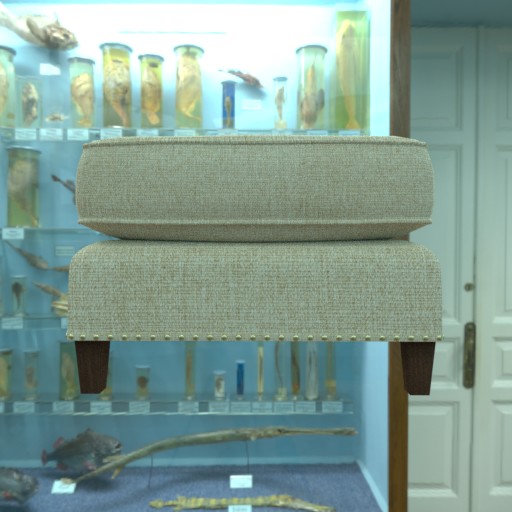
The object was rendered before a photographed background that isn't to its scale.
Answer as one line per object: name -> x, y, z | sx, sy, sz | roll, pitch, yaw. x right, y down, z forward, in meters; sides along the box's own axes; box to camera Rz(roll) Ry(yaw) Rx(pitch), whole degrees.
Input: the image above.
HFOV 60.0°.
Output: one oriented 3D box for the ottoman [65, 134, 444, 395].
ottoman -> 0.000, 0.000, 1.124 | 0.738, 0.537, 0.589 | 0, 1, 1
